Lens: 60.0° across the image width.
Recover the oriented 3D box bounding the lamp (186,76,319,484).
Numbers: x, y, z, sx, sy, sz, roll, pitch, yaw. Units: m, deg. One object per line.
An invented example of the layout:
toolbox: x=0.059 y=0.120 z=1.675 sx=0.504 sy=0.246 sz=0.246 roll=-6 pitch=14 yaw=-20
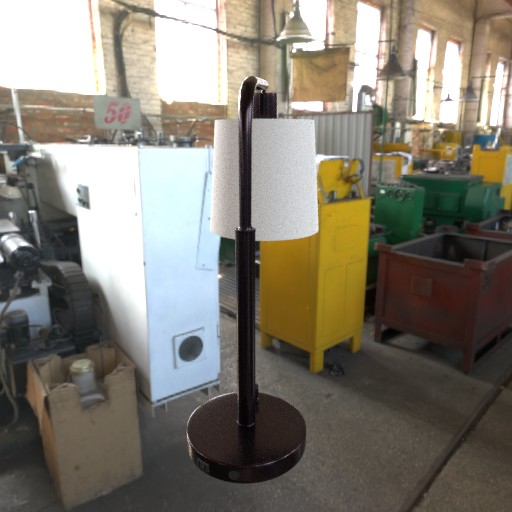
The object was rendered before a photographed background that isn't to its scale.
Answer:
lamp: x=0.000 y=0.000 z=0.635 sx=0.171 sy=0.489 sz=0.333 roll=2 pitch=15 yaw=9
